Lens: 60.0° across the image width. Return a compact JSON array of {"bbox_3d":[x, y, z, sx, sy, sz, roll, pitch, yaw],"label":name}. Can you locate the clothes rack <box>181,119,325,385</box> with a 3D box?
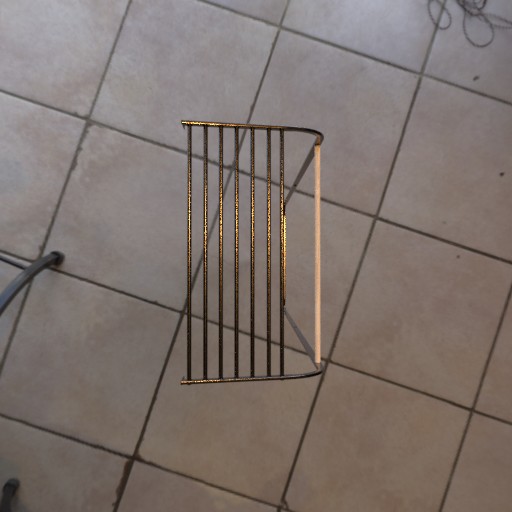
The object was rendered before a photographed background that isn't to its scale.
[{"bbox_3d":[0.000,0.000,1.794,0.349,1.574,0.609,0,89,0],"label":"clothes rack"}]
